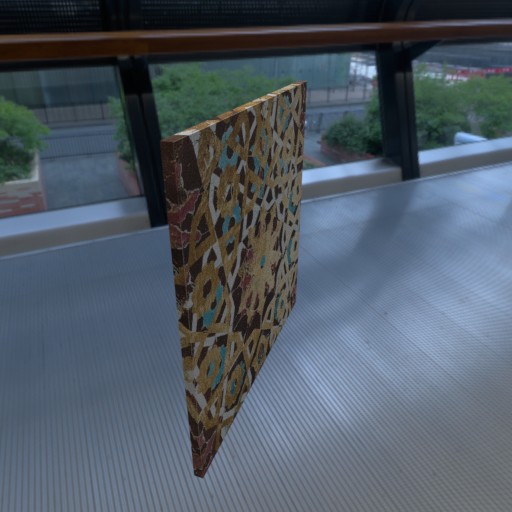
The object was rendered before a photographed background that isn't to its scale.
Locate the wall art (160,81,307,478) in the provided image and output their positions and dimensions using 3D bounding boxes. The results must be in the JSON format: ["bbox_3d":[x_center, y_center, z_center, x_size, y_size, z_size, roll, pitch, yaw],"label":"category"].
[{"bbox_3d":[0.000,0.000,1.142,0.028,0.762,0.757,10,30,18],"label":"wall art"}]
